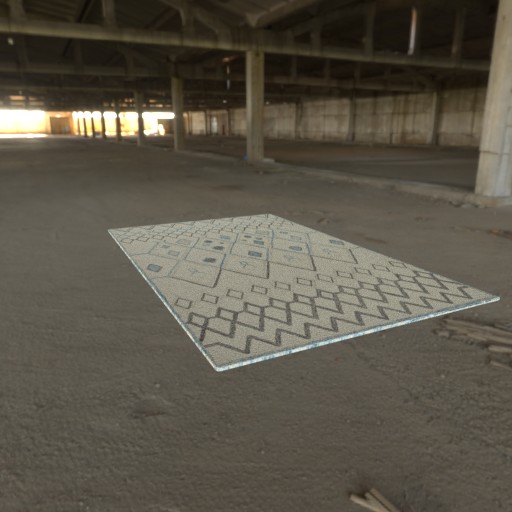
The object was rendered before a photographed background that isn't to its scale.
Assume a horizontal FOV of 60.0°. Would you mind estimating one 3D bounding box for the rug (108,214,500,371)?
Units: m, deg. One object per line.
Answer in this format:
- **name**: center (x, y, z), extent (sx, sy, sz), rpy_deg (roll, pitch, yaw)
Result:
- **rug**: center (0.000, 0.000, 2.938), extent (1.524, 0.015, 2.439), rpy_deg (-8, 18, -25)
